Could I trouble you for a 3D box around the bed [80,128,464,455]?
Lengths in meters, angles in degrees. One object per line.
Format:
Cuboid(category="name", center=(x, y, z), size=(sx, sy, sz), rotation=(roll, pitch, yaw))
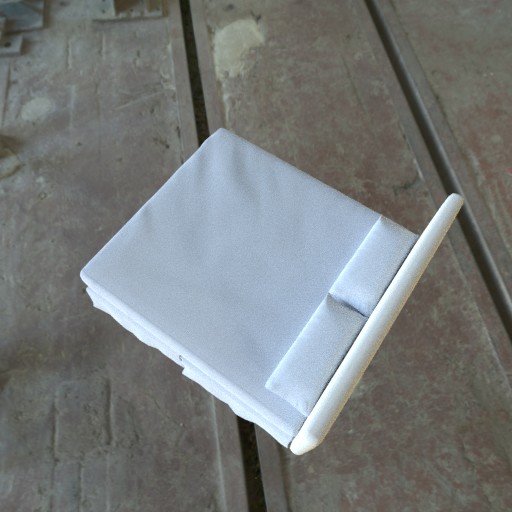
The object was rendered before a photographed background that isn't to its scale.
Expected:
Cuboid(category="bed", center=(0.000, 0.000, 3.704), size=(2.341, 1.317, 2.119), rotation=(32, 68, 15))
